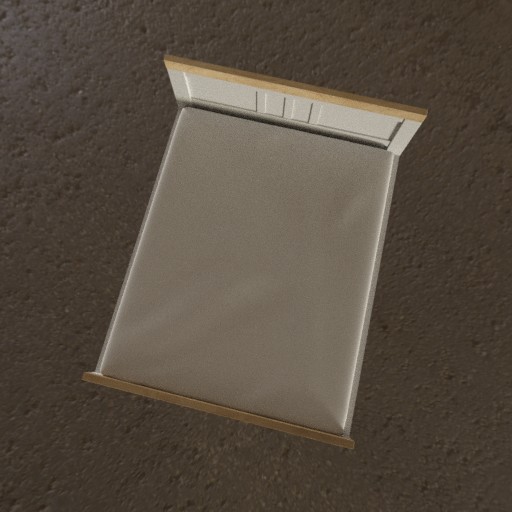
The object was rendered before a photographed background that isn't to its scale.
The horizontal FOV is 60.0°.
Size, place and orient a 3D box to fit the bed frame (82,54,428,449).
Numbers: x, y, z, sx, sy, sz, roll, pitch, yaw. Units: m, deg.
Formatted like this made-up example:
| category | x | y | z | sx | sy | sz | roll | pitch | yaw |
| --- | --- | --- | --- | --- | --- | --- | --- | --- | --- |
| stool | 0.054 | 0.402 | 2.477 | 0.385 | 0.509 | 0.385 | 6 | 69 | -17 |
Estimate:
| category | x | y | z | sx | sy | sz | roll | pitch | yaw |
| --- | --- | --- | --- | --- | --- | --- | --- | --- | --- |
| bed frame | 0.000 | 0.000 | 2.989 | 1.670 | 0.980 | 2.050 | 13 | 77 | 3 |
